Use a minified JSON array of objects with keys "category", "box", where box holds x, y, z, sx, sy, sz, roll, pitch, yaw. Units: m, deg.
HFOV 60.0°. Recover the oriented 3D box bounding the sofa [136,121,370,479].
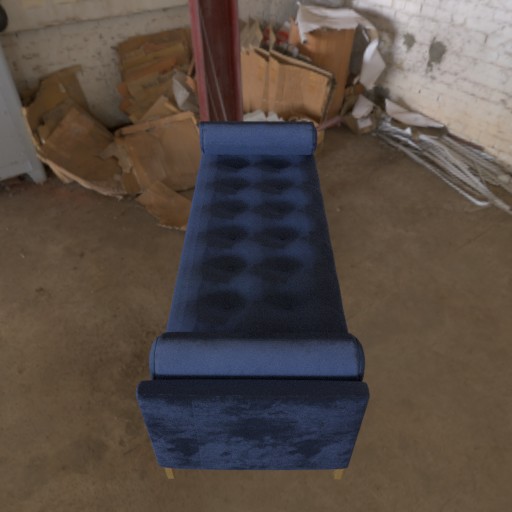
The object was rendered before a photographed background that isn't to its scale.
[{"category":"sofa","box":[0.000,0.000,2.411,0.796,0.705,2.102,0,41,0]}]
